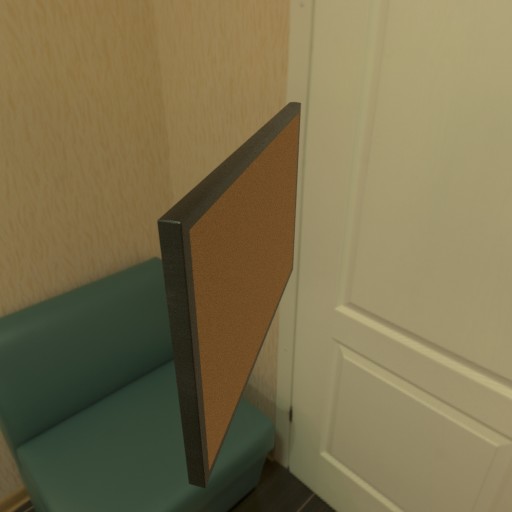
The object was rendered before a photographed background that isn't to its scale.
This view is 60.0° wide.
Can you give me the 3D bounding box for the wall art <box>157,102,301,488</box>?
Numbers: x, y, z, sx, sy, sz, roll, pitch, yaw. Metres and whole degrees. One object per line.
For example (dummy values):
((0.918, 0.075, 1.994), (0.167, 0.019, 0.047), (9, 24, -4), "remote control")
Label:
((0.000, 0.000, 1.156), (0.038, 0.612, 0.912), (8, 30, 14), "wall art")
